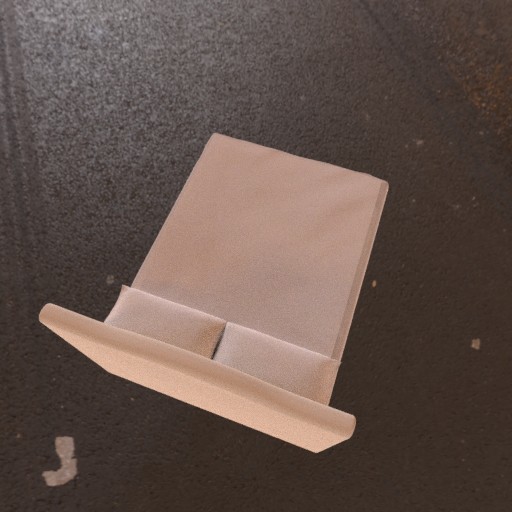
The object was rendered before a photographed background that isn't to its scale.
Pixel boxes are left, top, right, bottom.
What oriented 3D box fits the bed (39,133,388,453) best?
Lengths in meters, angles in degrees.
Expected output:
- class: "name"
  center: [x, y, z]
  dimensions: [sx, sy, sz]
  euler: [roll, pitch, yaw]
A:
- class: "bed"
  center: [0.000, 0.000, 3.258]
  dimensions: [1.753, 1.460, 2.143]
  euler: [18, 65, 9]
